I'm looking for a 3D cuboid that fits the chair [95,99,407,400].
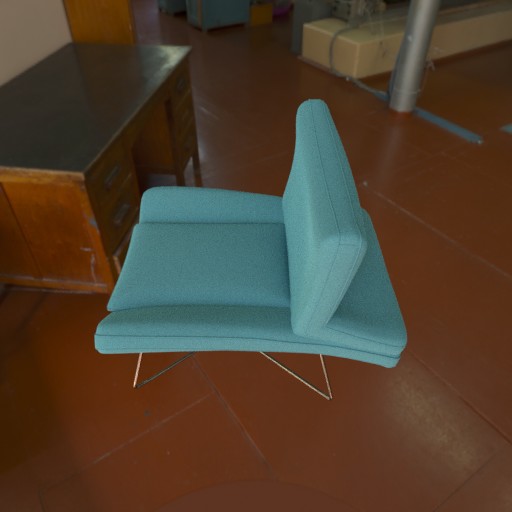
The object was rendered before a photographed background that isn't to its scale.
[{"bbox_3d":[0.000,0.000,1.640,1.008,0.855,0.859,0,42,0],"label":"chair"}]
